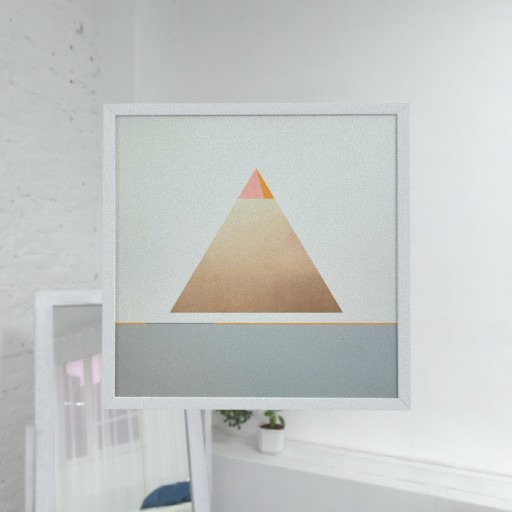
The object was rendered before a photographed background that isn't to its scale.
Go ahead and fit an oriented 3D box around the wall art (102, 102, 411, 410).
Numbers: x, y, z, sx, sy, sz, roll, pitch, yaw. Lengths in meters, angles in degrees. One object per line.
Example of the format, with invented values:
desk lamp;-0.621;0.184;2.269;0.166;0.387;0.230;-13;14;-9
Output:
wall art;0.000;0.000;0.459;0.305;0.304;0.038;0;-1;1
